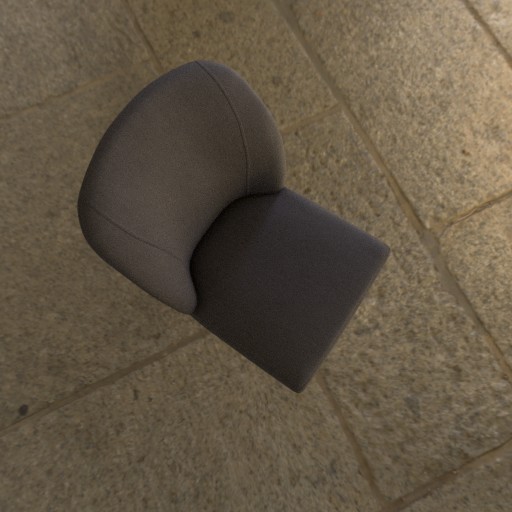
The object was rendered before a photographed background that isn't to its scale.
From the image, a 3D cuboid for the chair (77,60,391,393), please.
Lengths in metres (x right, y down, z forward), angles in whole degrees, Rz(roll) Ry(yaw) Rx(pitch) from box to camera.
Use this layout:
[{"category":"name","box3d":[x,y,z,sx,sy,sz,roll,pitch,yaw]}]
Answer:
[{"category":"chair","box3d":[0.000,0.000,1.224,0.619,0.879,0.506,34,78,8]}]
